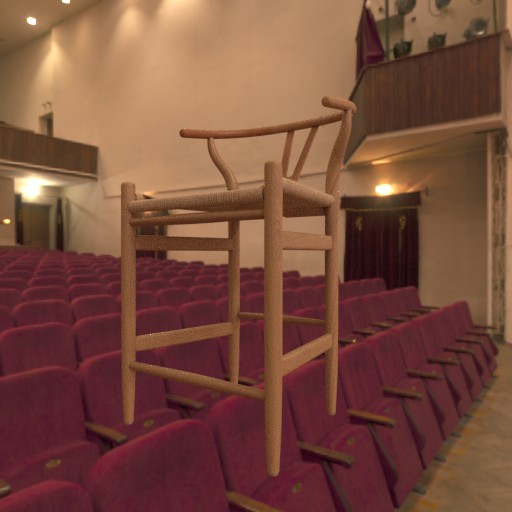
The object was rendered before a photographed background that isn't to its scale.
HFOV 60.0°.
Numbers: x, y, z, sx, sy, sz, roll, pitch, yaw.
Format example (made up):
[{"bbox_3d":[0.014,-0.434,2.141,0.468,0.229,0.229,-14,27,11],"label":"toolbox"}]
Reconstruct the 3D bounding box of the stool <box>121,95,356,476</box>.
[{"bbox_3d":[0.000,0.000,1.299,0.536,0.923,0.575,0,0,36],"label":"stool"}]
